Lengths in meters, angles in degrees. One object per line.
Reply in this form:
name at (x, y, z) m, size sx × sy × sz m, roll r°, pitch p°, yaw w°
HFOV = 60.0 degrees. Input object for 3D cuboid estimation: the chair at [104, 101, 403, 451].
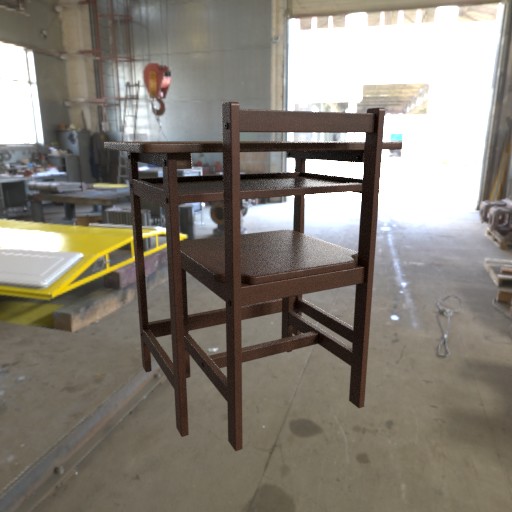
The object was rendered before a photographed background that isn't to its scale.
chair at (0.000, 0.000, 1.084) m, size 0.599 × 0.673 × 0.463 m, roll -8°, pitch 17°, yaw -27°
